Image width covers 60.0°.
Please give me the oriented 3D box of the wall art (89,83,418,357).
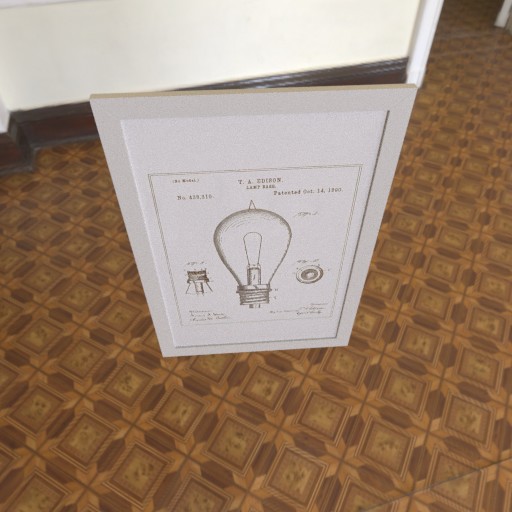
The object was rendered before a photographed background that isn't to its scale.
[{"bbox_3d":[0.000,0.000,0.611,0.325,0.474,0.010,-3,46,-3],"label":"wall art"}]
